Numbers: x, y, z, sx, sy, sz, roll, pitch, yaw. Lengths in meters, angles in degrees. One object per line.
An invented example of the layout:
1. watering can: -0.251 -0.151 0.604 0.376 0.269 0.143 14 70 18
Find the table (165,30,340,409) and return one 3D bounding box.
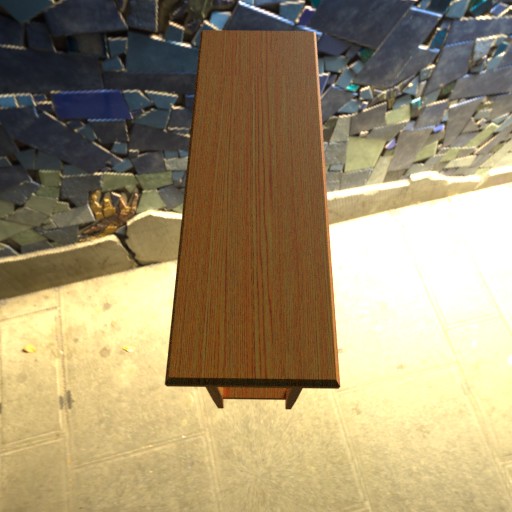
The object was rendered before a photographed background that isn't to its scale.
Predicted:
1. table: 0.000 0.000 1.121 0.254 0.711 0.762 1 64 0
